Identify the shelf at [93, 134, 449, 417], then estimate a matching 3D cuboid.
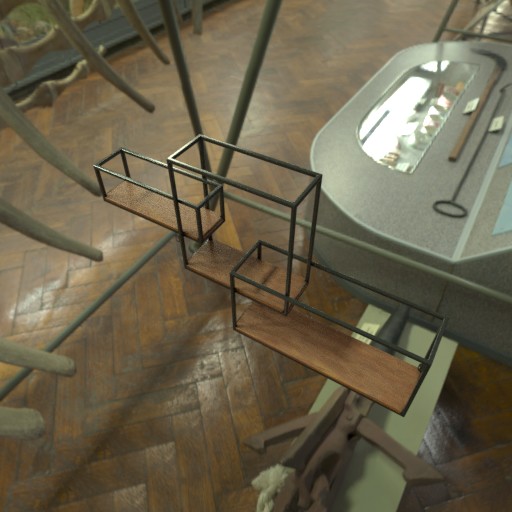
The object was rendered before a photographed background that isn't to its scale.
[{"bbox_3d":[0.000,0.000,2.131,1.781,0.972,0.275,23,50,22],"label":"shelf"}]
